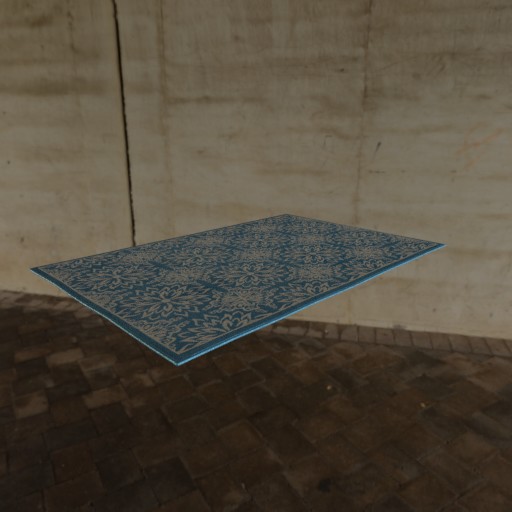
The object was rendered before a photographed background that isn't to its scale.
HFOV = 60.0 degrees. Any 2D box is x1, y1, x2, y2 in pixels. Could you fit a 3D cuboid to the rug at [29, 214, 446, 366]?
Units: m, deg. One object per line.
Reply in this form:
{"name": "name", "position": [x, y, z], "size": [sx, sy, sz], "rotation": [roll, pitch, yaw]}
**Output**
{"name": "rug", "position": [0.000, 0.000, 2.305], "size": [1.833, 0.012, 1.211], "rotation": [-16, 23, -42]}
